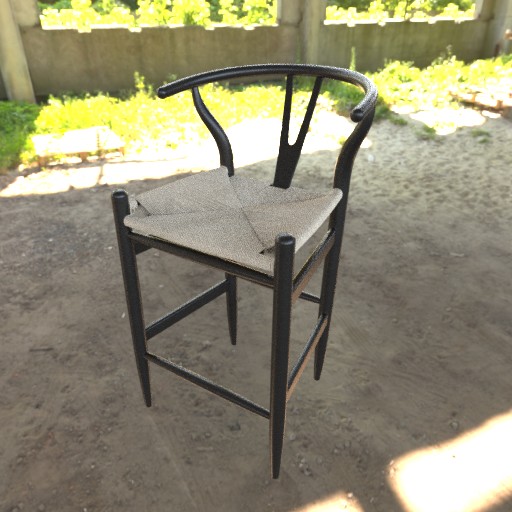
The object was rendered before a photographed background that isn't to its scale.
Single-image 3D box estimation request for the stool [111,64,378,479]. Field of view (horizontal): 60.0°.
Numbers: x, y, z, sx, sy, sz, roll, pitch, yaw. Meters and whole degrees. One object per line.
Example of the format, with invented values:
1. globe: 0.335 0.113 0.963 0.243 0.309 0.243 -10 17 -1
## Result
1. stool: 0.000 0.000 1.274 0.569 0.970 0.579 17 33 28
